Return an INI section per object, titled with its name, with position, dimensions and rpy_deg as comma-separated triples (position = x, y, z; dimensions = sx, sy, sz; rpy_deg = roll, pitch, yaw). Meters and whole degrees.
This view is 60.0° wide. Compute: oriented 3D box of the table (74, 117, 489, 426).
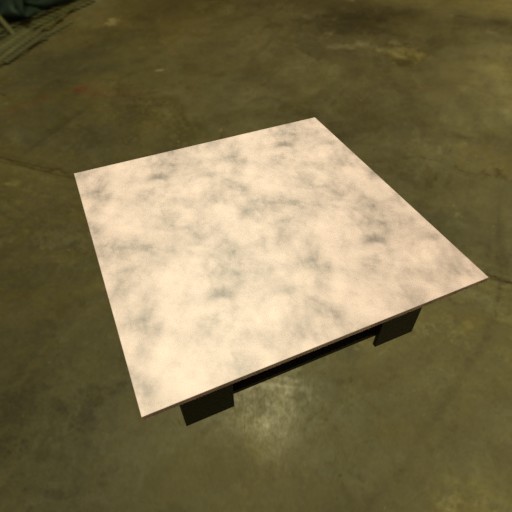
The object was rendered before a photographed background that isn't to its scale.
[table]
position = 0.000, 0.000, 1.385
dimensions = 0.890, 0.305, 0.890
rpy_deg = -18, 48, -17
